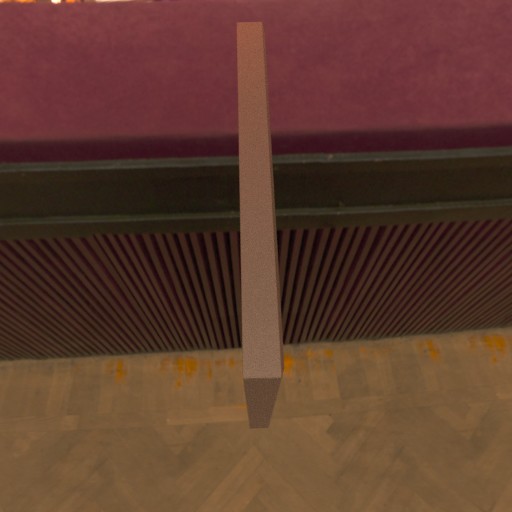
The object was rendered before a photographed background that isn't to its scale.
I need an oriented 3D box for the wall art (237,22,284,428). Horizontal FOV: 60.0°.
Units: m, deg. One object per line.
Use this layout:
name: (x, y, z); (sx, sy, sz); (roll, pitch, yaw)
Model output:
wall art: (0.000, 0.000, 0.521); (0.028, 0.349, 0.349); (-2, 64, -1)
